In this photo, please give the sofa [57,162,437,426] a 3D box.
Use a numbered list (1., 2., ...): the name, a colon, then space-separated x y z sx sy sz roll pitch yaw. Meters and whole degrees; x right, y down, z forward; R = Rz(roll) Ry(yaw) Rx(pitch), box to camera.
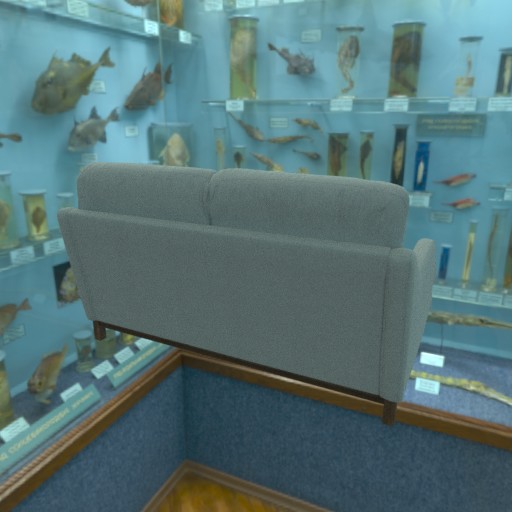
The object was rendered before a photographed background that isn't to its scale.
1. sofa: 0.000 0.000 2.166 1.589 0.921 0.987 9 19 26
